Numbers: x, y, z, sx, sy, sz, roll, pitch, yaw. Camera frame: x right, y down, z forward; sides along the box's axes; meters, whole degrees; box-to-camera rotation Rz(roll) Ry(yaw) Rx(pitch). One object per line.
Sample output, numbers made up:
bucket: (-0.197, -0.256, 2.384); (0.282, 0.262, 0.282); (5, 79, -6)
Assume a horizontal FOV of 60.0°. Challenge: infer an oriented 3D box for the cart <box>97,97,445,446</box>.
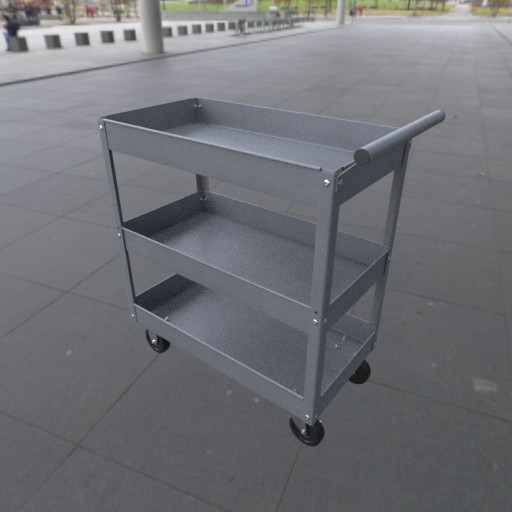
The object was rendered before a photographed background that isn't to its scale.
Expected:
cart: (0.000, 0.000, 1.178); (0.719, 0.780, 0.366); (21, 36, 32)
